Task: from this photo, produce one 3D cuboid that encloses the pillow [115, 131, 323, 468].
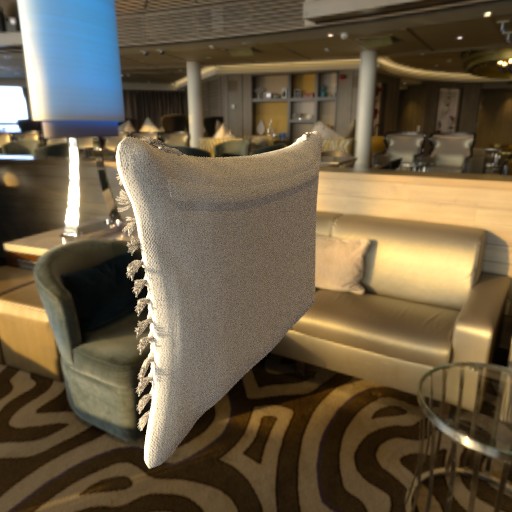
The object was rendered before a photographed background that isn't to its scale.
[{"bbox_3d":[0.000,0.000,0.565,0.084,0.305,0.466,8,18,25],"label":"pillow"}]
